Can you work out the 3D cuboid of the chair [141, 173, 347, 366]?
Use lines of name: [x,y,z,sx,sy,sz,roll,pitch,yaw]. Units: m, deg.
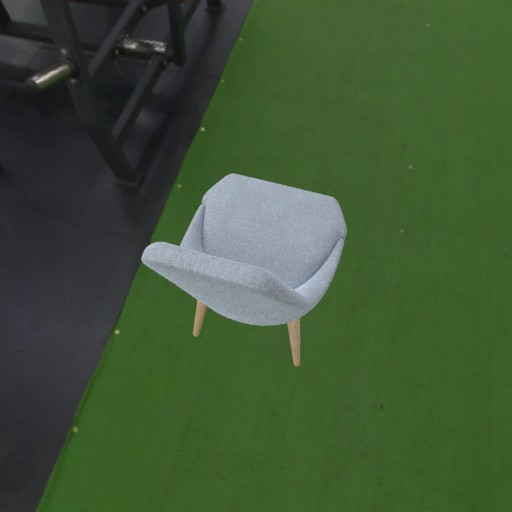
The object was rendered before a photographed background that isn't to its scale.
chair: [0.000,0.000,1.362,0.510,1.040,0.660,15,63,8]
